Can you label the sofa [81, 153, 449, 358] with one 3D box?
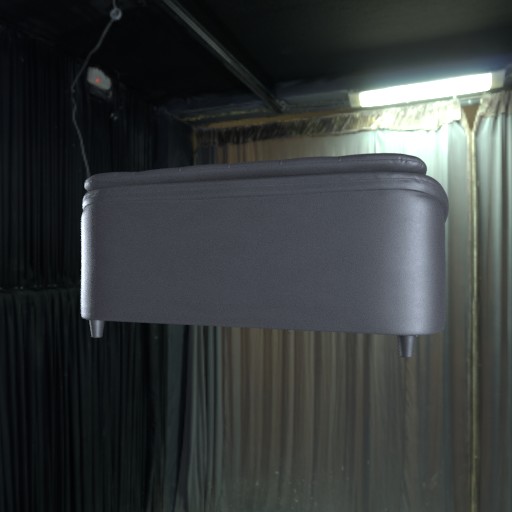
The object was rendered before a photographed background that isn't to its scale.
[{"bbox_3d":[0.000,0.000,2.293,1.829,0.811,0.800,0,0,18],"label":"sofa"}]
